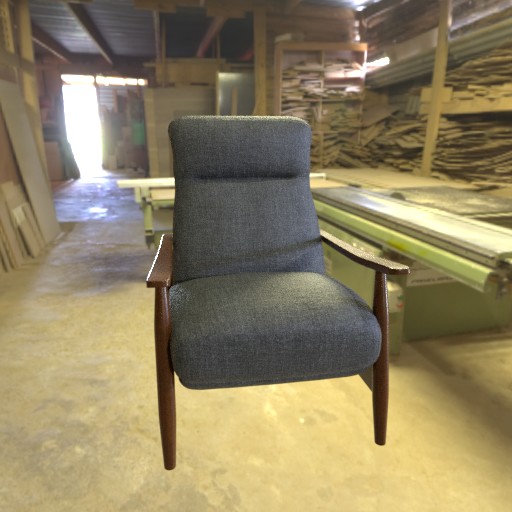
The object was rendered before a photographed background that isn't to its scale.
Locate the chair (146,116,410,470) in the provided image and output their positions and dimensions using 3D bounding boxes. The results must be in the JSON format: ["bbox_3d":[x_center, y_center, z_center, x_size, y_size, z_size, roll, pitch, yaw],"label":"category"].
[{"bbox_3d":[0.000,0.000,1.750,0.762,1.082,1.030,-3,16,-9],"label":"chair"}]
